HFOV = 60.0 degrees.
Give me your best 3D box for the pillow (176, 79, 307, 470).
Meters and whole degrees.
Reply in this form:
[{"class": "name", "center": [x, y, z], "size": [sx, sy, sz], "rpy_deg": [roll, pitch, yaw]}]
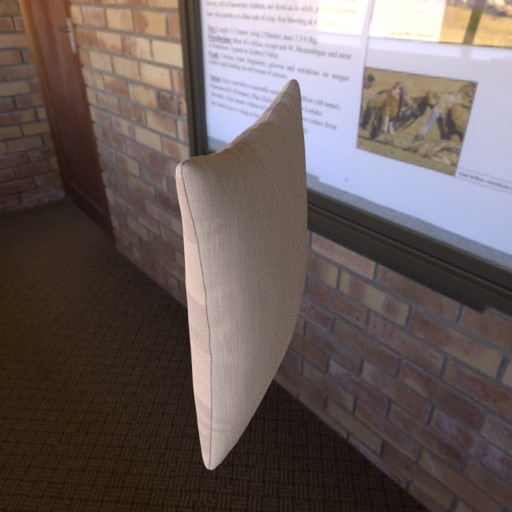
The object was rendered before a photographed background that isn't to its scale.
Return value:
[{"class": "pillow", "center": [0.000, 0.000, 0.782], "size": [0.161, 0.509, 0.511], "rpy_deg": [9, 32, 14]}]
